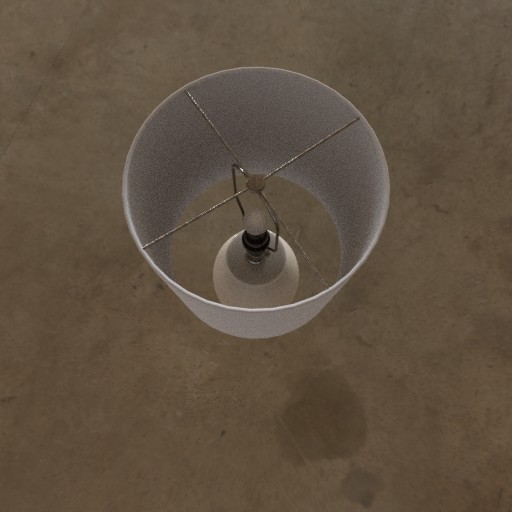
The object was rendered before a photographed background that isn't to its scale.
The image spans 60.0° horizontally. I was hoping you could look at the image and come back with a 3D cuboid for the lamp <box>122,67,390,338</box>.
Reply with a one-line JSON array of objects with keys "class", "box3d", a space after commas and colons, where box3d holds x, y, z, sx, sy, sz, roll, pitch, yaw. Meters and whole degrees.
[{"class": "lamp", "box3d": [0.000, 0.000, 0.576, 0.217, 0.453, 0.217, -33, 77, -9]}]
